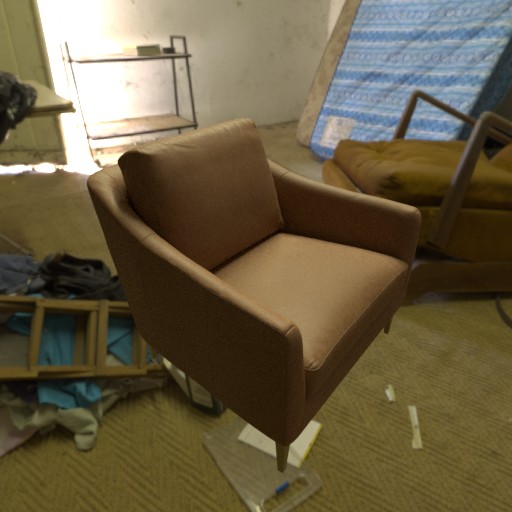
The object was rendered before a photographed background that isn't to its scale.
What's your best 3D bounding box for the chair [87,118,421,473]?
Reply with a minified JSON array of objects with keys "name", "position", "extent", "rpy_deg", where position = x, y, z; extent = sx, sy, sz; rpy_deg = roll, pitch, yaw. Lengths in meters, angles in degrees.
[{"name":"chair","position":[0.000,0.000,1.714],"extent":[0.963,0.895,0.988],"rpy_deg":[19,34,31]}]
